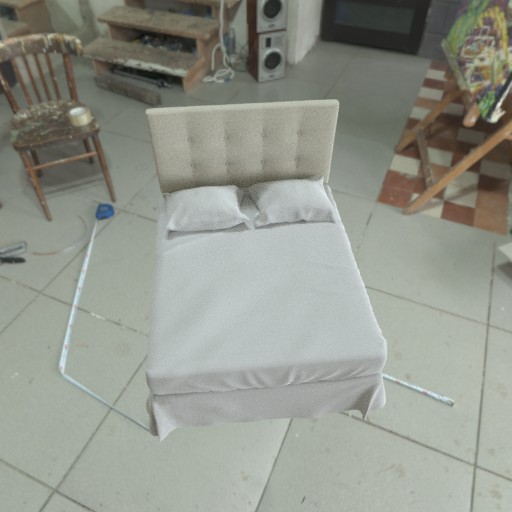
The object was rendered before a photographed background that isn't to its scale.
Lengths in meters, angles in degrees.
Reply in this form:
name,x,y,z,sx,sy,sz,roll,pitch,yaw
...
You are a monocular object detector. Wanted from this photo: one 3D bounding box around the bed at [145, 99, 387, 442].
name,x,y,z,sx,sy,sz,roll,pitch,yaw
bed,0.000,0.000,3.584,1.936,1.577,2.222,-4,47,-4
